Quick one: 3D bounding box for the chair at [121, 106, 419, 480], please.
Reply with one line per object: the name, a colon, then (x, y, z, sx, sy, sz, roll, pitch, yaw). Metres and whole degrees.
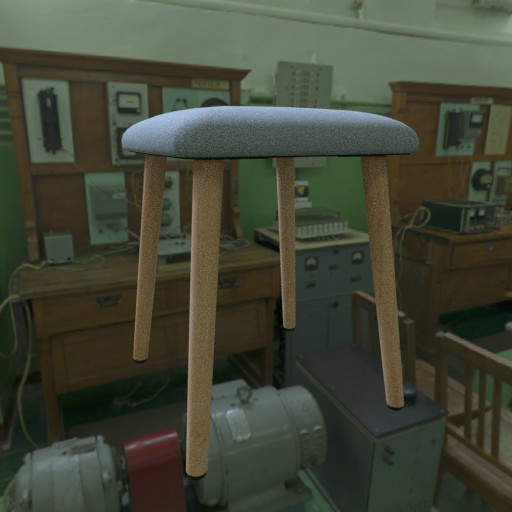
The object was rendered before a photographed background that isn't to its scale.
chair: (0.000, 0.000, 0.699, 0.350, 0.440, 0.350, -7, 17, -25)
